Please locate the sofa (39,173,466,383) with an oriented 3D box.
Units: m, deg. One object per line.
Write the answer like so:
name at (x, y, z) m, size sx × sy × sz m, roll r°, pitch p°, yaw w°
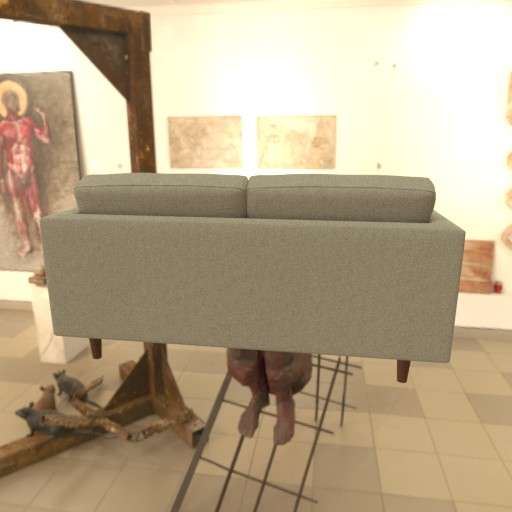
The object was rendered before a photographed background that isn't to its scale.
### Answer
sofa at (0.000, 0.000, 2.310) m, size 1.731 × 0.900 × 1.000 m, roll 2°, pitch 15°, yaw 8°
